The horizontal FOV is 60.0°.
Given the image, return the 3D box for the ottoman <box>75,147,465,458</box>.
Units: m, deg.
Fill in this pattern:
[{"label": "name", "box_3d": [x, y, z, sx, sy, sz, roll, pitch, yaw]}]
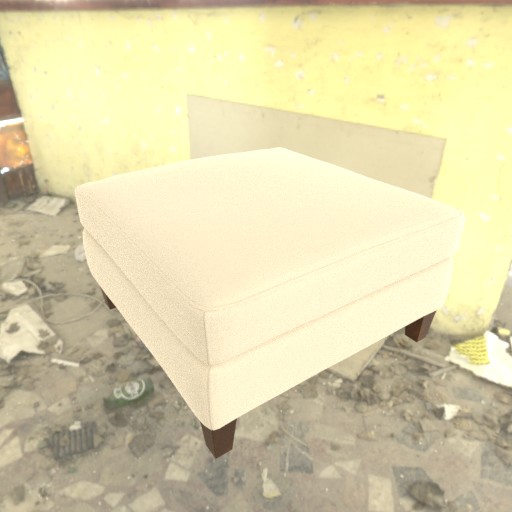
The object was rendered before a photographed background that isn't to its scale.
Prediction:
[{"label": "ottoman", "box_3d": [0.000, 0.000, 1.364, 0.838, 0.479, 0.838, -18, 33, -30]}]
